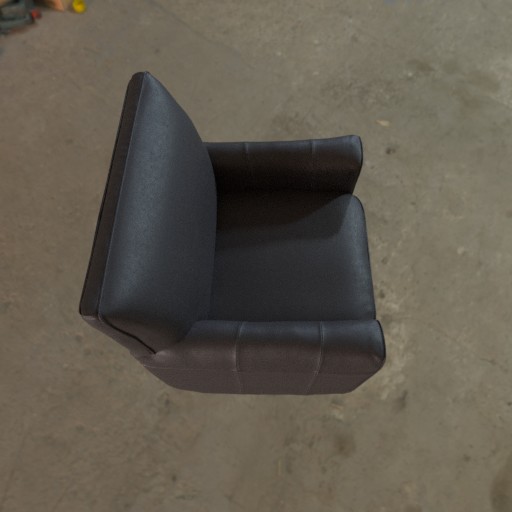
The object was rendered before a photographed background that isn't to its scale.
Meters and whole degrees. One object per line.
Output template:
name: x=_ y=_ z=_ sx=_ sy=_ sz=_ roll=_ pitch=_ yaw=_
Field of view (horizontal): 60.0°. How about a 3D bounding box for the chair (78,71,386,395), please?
chair: x=0.000 y=0.000 z=1.603 sx=0.825 sy=0.943 sz=0.870 roll=1 pitch=63 yaw=1
